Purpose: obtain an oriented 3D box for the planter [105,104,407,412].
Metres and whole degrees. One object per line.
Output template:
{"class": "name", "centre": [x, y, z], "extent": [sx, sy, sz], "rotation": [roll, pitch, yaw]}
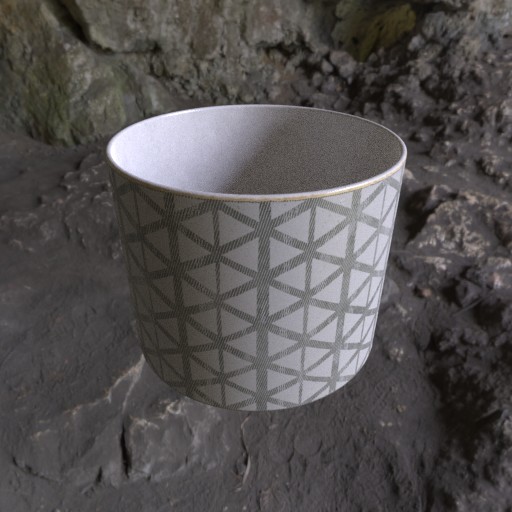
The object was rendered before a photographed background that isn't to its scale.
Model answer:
{"class": "planter", "centre": [0.000, 0.000, 0.337], "extent": [0.190, 0.181, 0.190], "rotation": [0, 31, 0]}
